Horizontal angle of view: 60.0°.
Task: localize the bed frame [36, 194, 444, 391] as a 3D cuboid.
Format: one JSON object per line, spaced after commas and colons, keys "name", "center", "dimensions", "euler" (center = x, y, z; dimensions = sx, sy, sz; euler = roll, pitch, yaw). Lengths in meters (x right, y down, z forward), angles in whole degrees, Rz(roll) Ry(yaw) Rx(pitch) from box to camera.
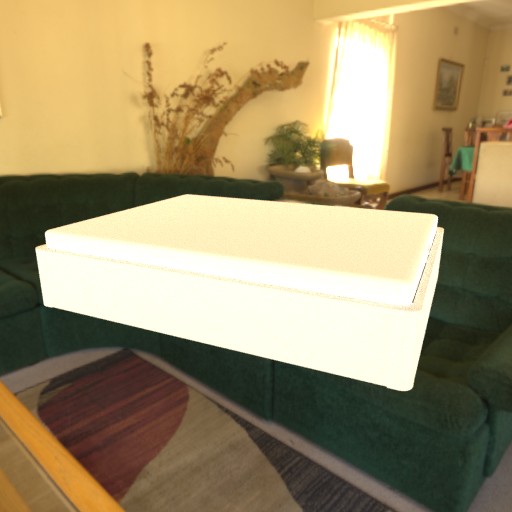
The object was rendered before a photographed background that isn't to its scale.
{"name": "bed frame", "center": [0.000, 0.000, 2.538], "dimensions": [1.900, 0.406, 1.400], "euler": [8, 19, 24]}
